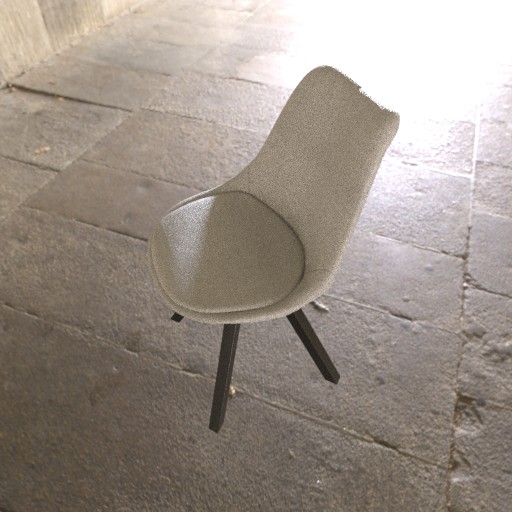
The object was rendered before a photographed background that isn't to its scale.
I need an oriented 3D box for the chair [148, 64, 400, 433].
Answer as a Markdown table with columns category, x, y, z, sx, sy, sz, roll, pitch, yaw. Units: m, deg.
| category | x | y | z | sx | sy | sz | roll | pitch | yaw |
| --- | --- | --- | --- | --- | --- | --- | --- | --- | --- |
| chair | 0.000 | 0.000 | 1.183 | 0.550 | 0.850 | 0.485 | -17 | 48 | -16 |
